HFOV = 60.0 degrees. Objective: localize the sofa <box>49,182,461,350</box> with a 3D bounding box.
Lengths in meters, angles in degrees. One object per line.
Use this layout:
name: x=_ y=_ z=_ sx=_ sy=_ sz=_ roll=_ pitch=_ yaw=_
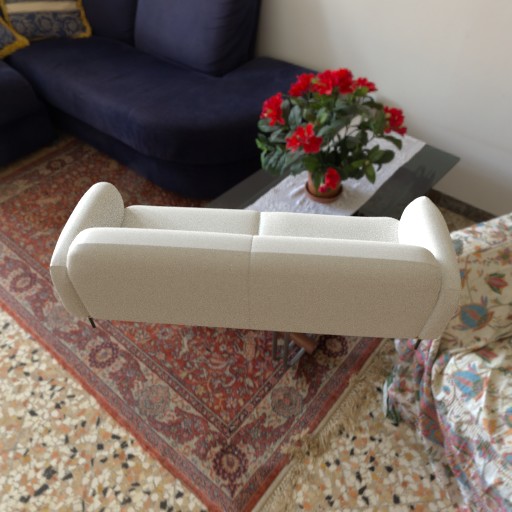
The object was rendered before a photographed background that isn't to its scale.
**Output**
sofa: x=0.000 y=0.000 z=2.725 sx=2.257 sy=0.780 sz=0.880 roll=3 pitch=47 yaw=3
